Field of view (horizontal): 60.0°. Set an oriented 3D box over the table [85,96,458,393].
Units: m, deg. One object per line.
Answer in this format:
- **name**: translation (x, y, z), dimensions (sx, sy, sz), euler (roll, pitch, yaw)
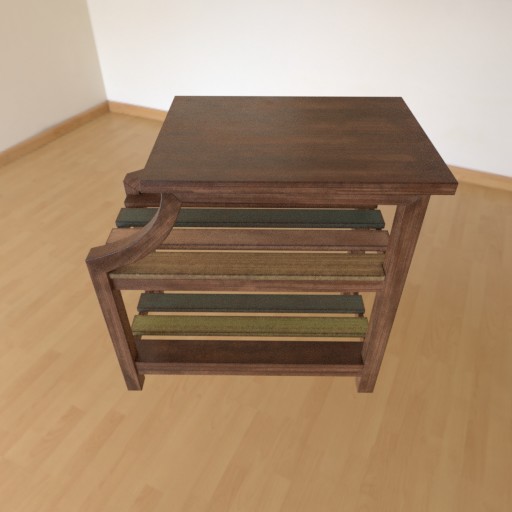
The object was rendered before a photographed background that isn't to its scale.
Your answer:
- **table**: translation (0.000, 0.000, 0.986), dimensions (0.609, 0.584, 0.356), euler (0, 40, 1)
